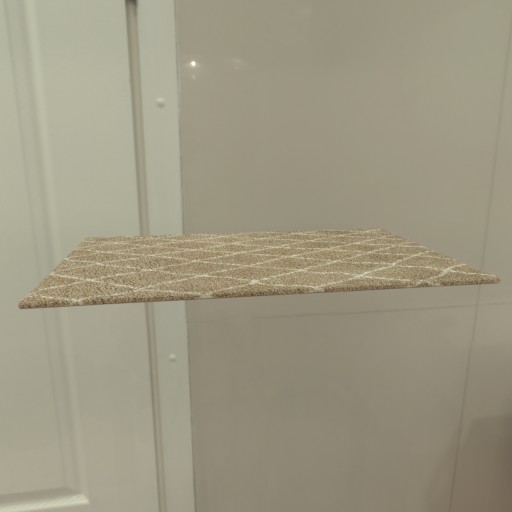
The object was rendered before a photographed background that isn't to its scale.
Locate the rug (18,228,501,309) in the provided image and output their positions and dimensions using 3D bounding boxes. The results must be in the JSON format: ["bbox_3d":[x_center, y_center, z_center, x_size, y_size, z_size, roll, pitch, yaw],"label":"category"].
[{"bbox_3d":[0.000,0.000,2.920,2.438,0.030,1.524,-2,14,-9],"label":"rug"}]
